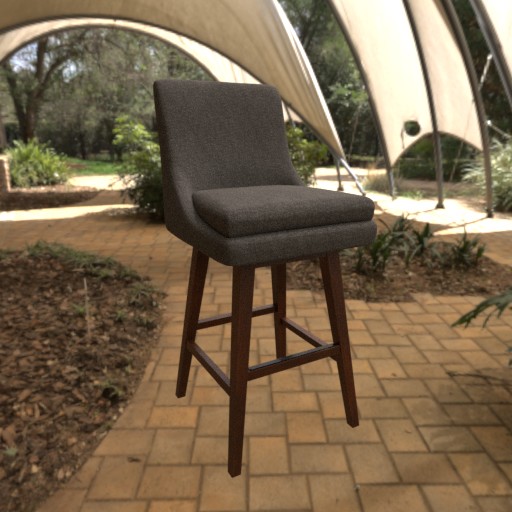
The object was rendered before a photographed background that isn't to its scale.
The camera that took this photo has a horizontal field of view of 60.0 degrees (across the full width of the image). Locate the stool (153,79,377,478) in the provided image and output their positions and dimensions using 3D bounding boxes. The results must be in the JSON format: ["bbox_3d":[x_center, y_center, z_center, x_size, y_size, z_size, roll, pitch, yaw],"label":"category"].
[{"bbox_3d":[0.000,0.000,1.391,0.489,1.068,0.572,-9,18,-28],"label":"stool"}]
